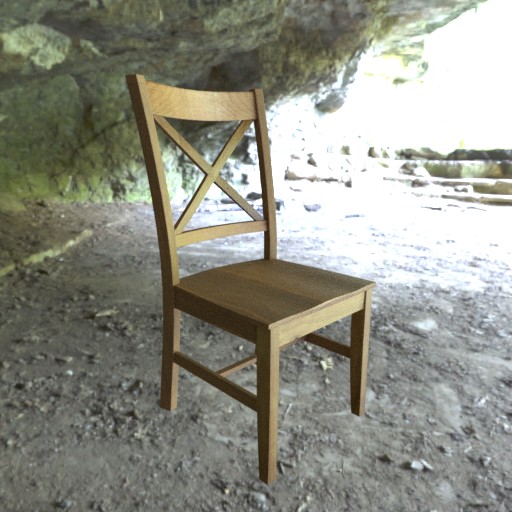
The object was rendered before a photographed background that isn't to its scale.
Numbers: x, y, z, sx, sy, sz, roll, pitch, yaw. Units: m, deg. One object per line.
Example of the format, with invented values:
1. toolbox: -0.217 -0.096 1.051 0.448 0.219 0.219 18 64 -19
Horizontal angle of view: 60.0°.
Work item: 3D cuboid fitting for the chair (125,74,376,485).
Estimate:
1. chair: 0.000 0.000 1.285 0.485 0.983 0.542 -13 19 -43
